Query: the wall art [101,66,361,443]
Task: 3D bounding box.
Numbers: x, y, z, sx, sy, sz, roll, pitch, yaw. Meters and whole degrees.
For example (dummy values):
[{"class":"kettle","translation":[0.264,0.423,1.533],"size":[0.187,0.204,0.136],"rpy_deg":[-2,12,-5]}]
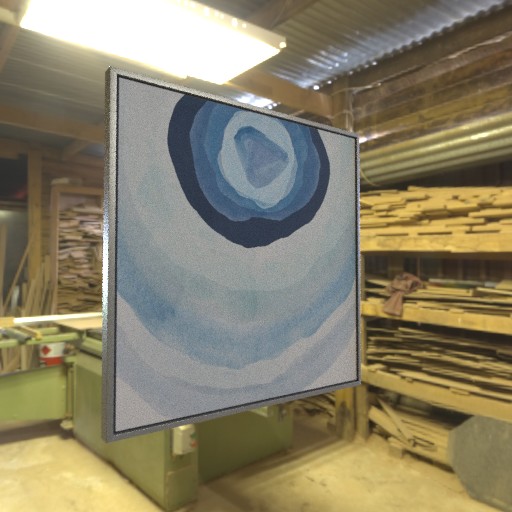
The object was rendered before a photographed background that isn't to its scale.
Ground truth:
[{"class":"wall art","translation":[0.000,0.000,1.201],"size":[0.809,0.807,0.038],"rpy_deg":[1,-2,-36]}]
